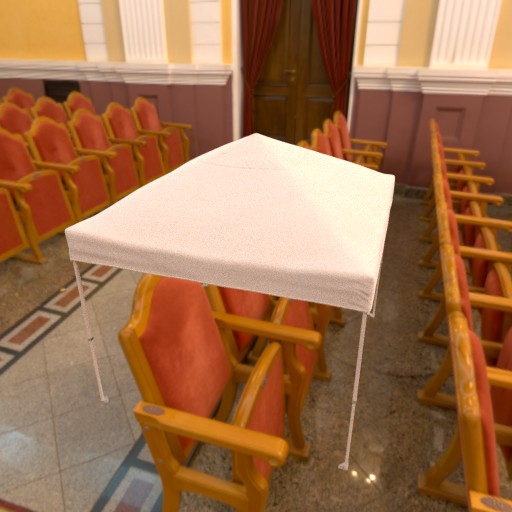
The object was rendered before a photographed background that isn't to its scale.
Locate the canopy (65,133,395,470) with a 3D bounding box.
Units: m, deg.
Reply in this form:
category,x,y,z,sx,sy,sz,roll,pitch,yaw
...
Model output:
category,x,y,z,sx,sy,sz,roll,pitch,yaw
canopy,0.000,0.000,5.510,2.996,2.997,2.998,9,28,17
